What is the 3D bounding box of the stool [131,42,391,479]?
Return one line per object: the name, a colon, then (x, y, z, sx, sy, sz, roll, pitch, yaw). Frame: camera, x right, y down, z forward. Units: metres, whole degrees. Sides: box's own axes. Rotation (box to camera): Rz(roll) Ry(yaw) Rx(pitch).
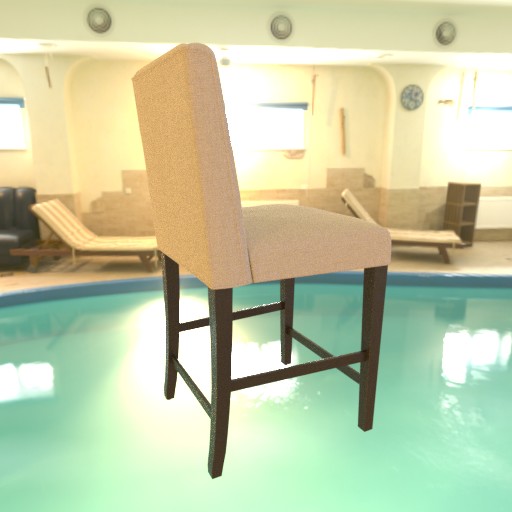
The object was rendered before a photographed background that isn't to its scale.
stool: (0.000, 0.000, 1.182, 0.509, 0.939, 0.474, -7, 16, -26)
